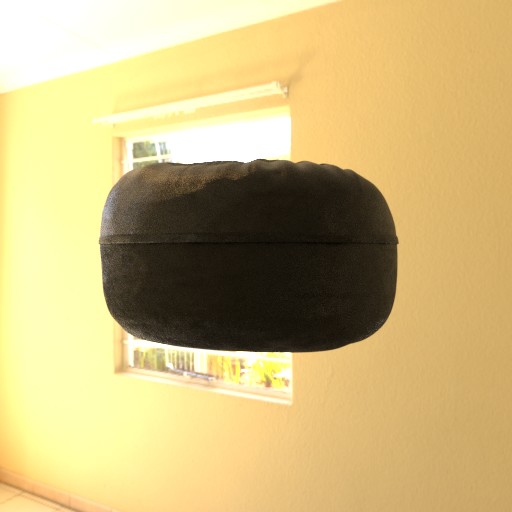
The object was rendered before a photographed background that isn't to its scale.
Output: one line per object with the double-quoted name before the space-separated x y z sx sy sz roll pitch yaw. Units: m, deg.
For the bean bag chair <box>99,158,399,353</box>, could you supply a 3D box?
"bean bag chair" 0.000 0.000 2.486 1.524 0.878 1.524 0 1 18
